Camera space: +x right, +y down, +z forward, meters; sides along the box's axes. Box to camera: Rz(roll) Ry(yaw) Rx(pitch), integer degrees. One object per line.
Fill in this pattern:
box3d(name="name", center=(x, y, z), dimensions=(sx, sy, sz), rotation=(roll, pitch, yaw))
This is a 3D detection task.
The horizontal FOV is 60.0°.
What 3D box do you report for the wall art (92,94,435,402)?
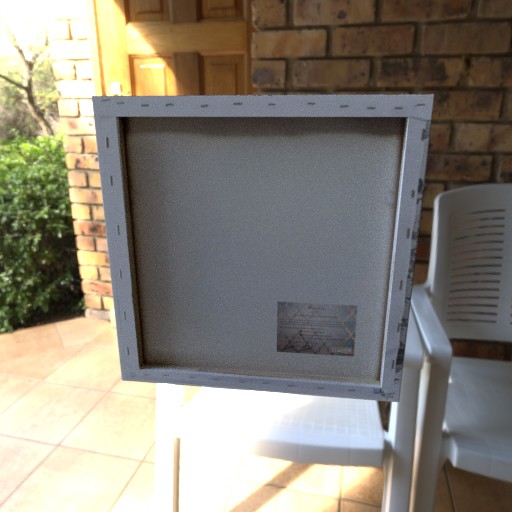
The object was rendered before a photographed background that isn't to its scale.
box3d(name="wall art", center=(0.000, 0.000, 0.889), dimensions=(0.609, 0.607, 0.036), rotation=(2, 18, 7))
